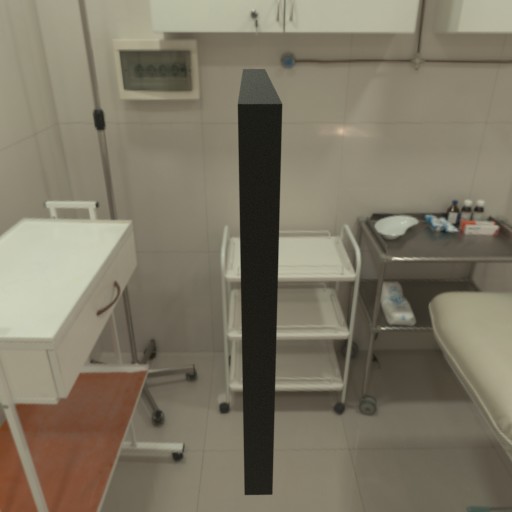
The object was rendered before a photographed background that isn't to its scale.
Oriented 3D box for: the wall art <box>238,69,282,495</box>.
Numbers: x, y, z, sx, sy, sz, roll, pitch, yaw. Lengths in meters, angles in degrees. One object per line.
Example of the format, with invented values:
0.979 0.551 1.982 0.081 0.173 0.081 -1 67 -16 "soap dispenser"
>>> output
0.000 0.000 0.516 0.029 0.381 0.330 0 26 -1 "wall art"
